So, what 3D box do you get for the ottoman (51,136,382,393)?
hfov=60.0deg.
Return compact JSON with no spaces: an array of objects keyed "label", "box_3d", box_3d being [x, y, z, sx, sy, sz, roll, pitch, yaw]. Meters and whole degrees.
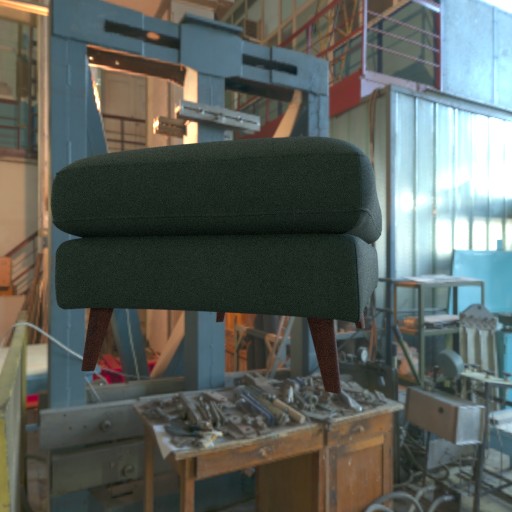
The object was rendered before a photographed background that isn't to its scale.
[{"label":"ottoman","box_3d":[0.000,0.000,1.125,0.608,0.449,0.811,0,0,17]}]
